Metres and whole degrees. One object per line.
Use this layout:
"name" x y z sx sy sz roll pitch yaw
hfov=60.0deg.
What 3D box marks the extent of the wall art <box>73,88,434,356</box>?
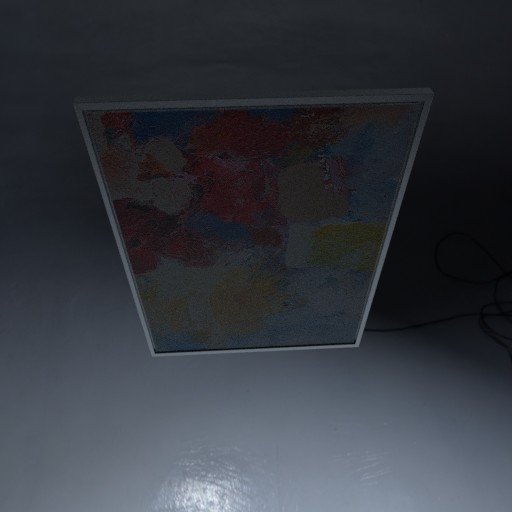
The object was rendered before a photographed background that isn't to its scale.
"wall art" 0.000 0.000 1.384 0.816 1.046 0.030 -2 46 -2
